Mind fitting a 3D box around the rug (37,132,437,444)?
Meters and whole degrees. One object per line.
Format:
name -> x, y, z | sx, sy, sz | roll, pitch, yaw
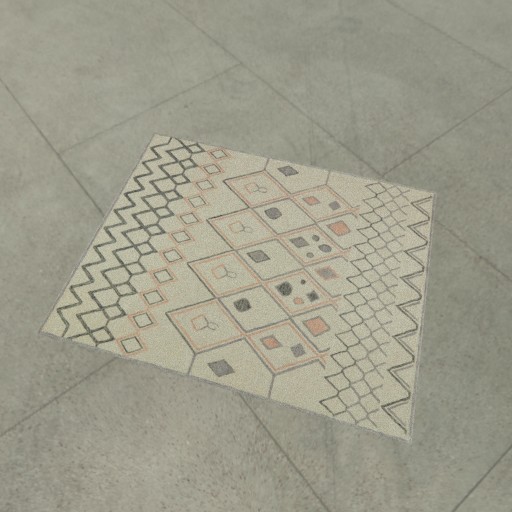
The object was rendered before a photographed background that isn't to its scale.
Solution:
rug -> 0.000, 0.000, 4.038 | 3.050, 0.016, 2.441 | 14, 59, 8
